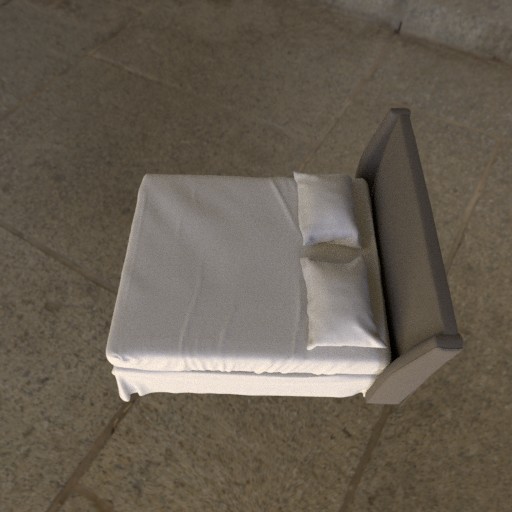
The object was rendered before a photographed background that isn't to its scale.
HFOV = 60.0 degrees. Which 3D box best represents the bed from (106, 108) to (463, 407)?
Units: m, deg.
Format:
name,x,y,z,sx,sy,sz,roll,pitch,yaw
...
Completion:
name,x,y,z,sx,sy,sz,roll,pitch,yaw
bed,0.000,0.000,3.396,2.276,1.332,1.925,1,58,1
